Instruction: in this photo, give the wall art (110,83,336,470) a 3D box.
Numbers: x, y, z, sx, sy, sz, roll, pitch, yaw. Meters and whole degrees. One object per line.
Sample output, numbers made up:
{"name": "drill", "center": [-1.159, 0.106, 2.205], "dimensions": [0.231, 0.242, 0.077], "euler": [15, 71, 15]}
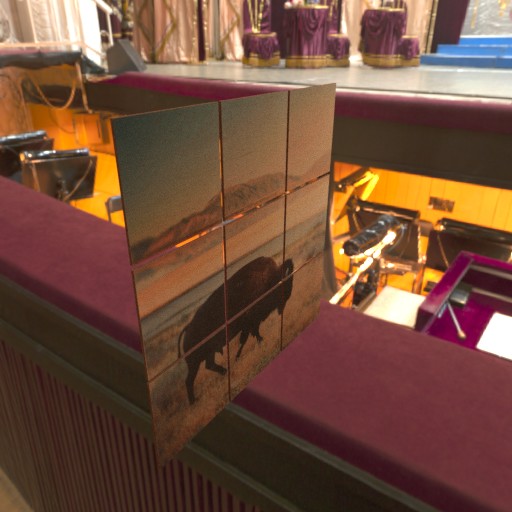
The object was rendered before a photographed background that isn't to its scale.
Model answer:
{"name": "wall art", "center": [0.000, 0.000, 2.237], "dimensions": [0.019, 1.532, 1.533], "euler": [17, 31, 31]}
